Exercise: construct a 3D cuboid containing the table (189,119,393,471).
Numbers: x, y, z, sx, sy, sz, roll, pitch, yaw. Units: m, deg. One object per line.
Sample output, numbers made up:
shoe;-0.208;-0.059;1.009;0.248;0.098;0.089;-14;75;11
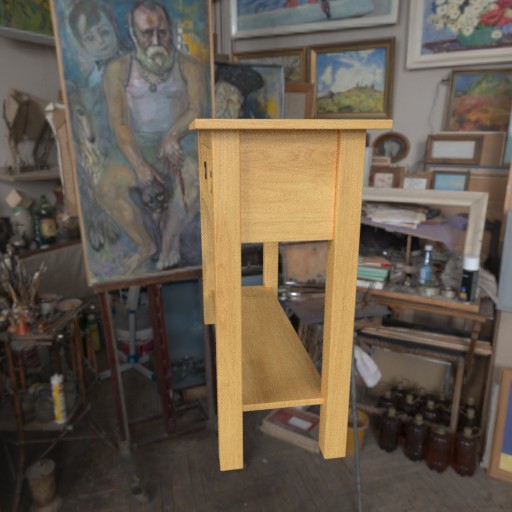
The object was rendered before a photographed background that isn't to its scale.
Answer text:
table;0.000;0.000;1.267;0.340;0.728;0.900;-2;16;-9
